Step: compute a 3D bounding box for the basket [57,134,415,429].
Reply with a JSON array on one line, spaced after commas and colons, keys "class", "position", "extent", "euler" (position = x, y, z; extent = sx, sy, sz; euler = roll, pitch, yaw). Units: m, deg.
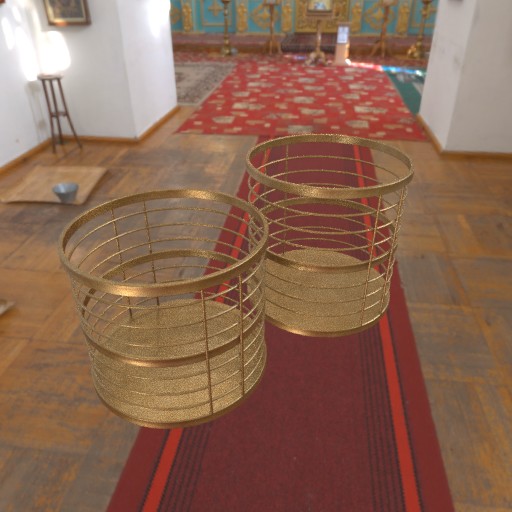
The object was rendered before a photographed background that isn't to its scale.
[{"class": "basket", "position": [0.000, 0.000, 0.938], "extent": [0.746, 0.351, 0.356], "euler": [-22, 37, -31]}]
